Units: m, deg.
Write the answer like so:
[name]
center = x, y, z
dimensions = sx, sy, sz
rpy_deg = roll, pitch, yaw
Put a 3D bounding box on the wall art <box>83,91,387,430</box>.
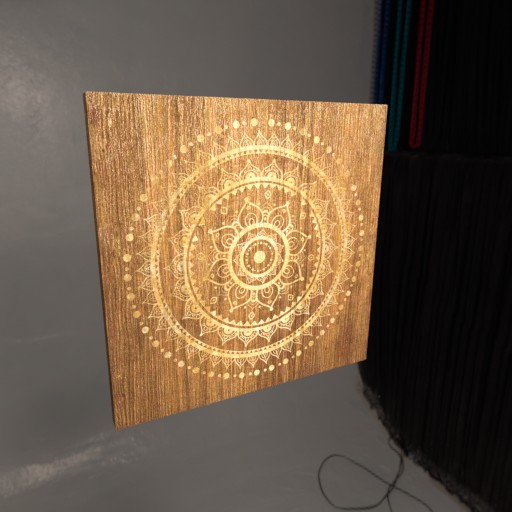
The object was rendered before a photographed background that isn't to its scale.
[wall art]
center = 0.000, 0.000, 0.906
dimensions = 0.611, 0.608, 0.042
rpy_deg = -8, 18, -26
